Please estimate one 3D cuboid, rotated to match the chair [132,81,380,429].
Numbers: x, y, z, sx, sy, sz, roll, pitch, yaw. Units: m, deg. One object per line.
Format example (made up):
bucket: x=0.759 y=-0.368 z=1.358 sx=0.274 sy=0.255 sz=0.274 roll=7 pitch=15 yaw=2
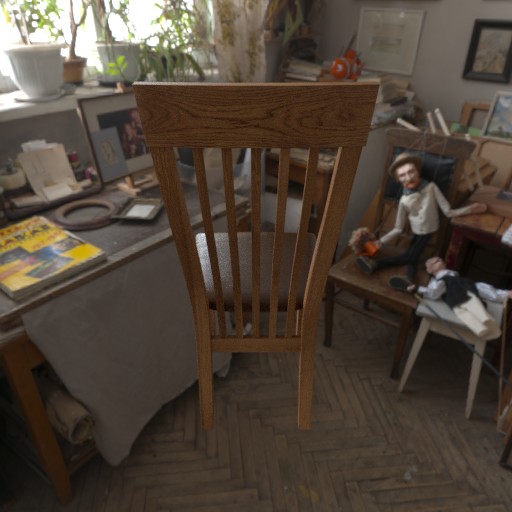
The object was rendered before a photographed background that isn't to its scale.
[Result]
chair: x=0.000 y=0.000 z=1.307 sx=0.450 sy=1.050 sz=0.580 roll=0 pitch=30 yaw=0
